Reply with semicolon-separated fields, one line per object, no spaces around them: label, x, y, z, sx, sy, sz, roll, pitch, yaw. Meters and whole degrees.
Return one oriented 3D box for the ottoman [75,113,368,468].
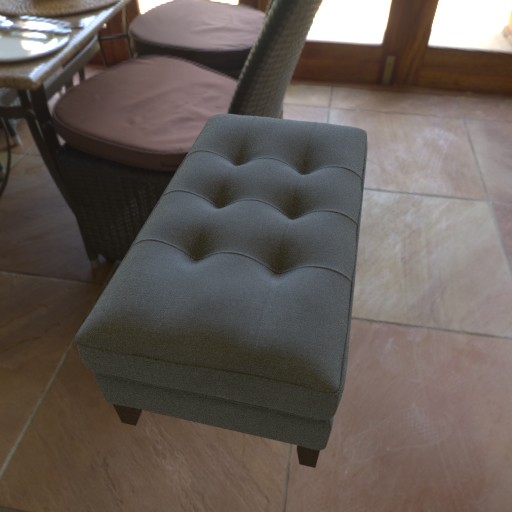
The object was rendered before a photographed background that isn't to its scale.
ottoman;0.000;0.000;1.507;0.648;0.514;1.143;9;46;9
